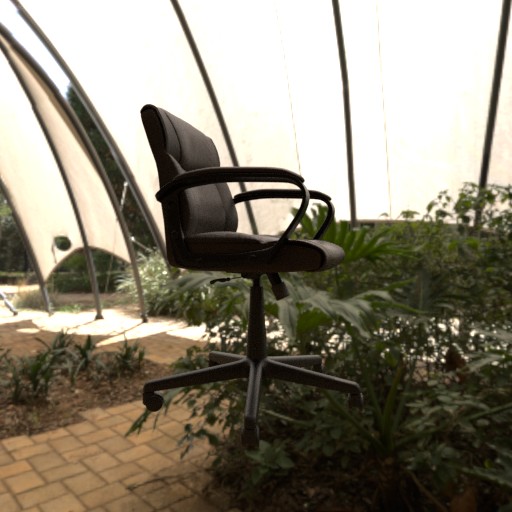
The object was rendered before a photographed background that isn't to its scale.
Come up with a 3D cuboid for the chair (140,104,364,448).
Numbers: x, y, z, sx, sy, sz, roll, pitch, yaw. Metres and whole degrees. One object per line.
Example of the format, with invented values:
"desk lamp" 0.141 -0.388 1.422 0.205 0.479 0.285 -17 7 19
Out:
"chair" 0.000 0.000 1.513 0.717 1.004 0.739 0 1 18
